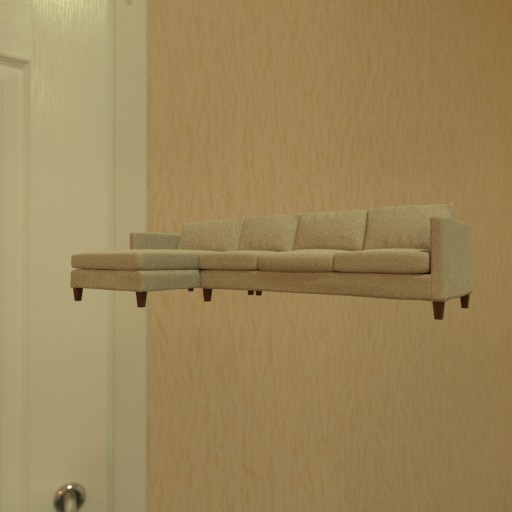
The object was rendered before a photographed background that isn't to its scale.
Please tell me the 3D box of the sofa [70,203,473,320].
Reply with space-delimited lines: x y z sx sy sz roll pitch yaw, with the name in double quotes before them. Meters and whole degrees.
"sofa" 0.000 0.000 3.882 3.186 0.846 1.625 0 0 36
